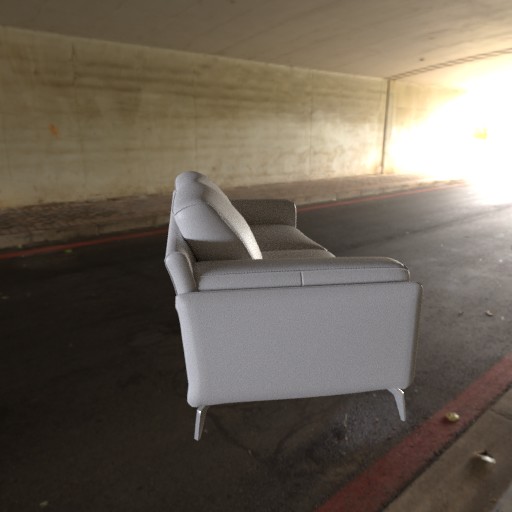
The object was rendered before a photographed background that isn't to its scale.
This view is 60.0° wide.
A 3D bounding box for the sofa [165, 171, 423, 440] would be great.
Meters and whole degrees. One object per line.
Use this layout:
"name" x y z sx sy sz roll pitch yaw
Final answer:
"sofa" 0.000 0.000 2.616 1.049 0.930 2.101 -2 15 -9
